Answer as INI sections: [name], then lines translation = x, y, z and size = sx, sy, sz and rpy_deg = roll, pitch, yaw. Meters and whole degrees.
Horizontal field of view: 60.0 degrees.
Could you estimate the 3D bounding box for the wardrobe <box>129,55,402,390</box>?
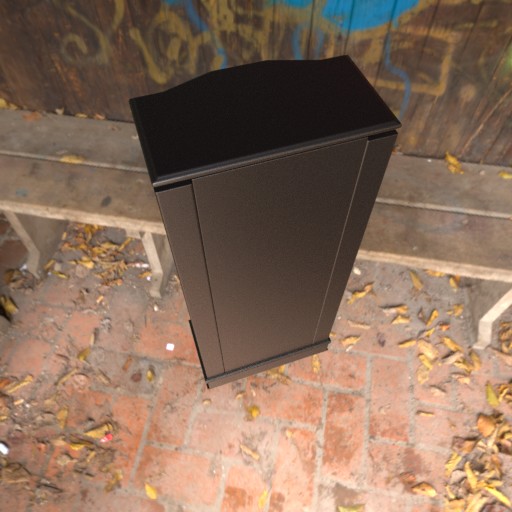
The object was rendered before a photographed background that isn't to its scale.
[wardrobe]
translation = 0.000, 0.000, 1.200
size = 0.444, 1.011, 0.295
rpy_deg = -16, 58, -10
